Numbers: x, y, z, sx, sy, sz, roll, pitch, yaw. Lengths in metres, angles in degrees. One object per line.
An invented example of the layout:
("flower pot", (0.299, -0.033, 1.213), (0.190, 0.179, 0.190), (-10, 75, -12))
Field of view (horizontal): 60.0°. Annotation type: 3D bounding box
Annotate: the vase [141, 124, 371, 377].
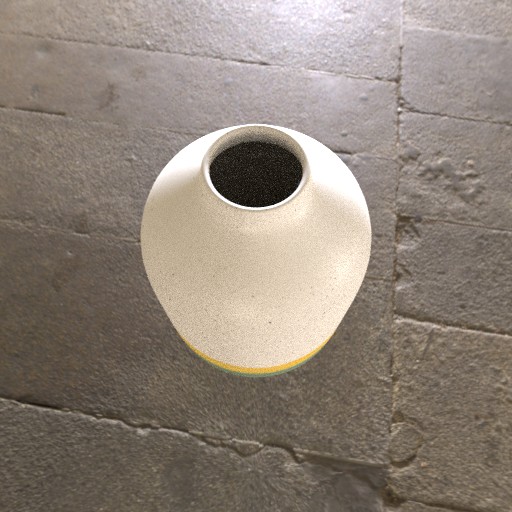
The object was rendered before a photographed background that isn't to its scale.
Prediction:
("vase", (0.000, 0.000, 0.363), (0.169, 0.240, 0.169), (0, 64, 0))
